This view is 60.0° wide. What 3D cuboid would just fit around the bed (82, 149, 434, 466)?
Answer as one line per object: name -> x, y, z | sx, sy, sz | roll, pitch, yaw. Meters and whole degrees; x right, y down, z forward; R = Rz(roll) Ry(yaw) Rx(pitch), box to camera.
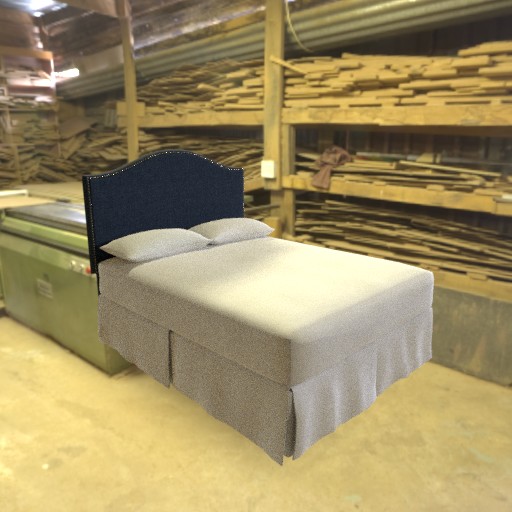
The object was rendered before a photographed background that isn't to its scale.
bed -> 0.000, 0.000, 3.289 | 2.153, 1.518, 1.713 | 14, 20, 43
